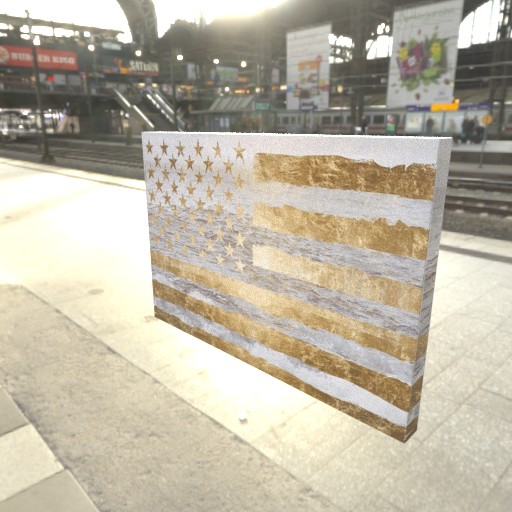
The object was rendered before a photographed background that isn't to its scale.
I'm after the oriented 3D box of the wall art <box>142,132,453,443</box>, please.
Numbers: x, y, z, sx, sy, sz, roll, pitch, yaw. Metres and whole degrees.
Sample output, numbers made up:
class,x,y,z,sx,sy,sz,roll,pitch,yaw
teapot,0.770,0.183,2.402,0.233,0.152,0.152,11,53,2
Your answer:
class,x,y,z,sx,sy,sz,roll,pitch,yaw
wall art,0.000,0.000,0.767,0.606,0.407,0.041,15,22,42
